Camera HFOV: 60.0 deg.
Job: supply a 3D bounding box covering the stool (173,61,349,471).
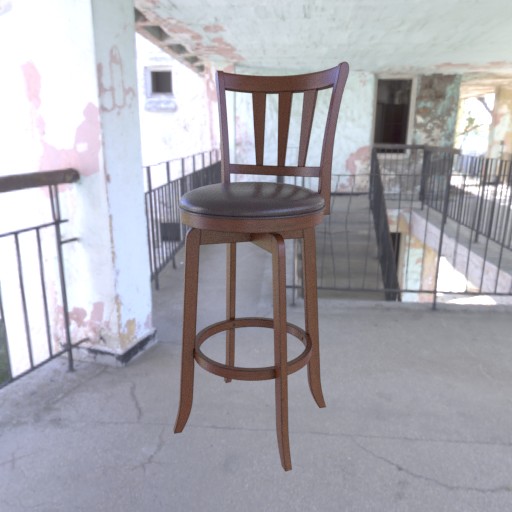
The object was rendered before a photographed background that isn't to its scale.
[{"bbox_3d":[0.000,0.000,1.435,0.464,1.177,0.503,7,17,25],"label":"stool"}]
